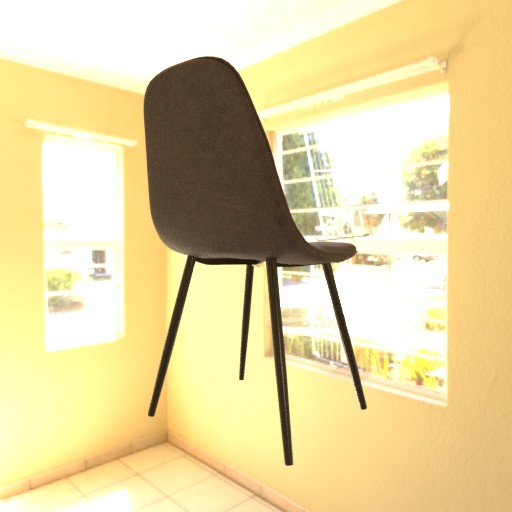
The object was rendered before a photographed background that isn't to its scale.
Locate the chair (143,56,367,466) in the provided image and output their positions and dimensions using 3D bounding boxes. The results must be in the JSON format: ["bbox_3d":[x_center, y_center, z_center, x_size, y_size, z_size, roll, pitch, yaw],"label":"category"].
[{"bbox_3d":[0.000,0.000,1.228,0.472,0.889,0.561,2,3,37],"label":"chair"}]
